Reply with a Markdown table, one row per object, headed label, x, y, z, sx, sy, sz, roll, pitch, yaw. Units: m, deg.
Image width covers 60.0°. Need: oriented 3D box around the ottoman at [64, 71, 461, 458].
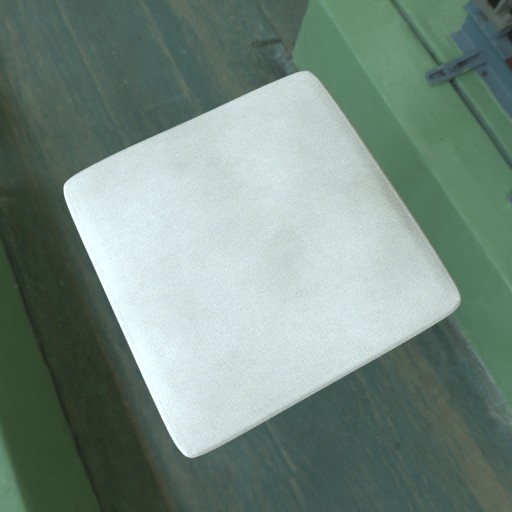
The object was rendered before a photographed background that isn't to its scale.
| label | x | y | z | sx | sy | sz | roll | pitch | yaw |
| --- | --- | --- | --- | --- | --- | --- | --- | --- | --- |
| ottoman | 0.000 | 0.000 | 1.353 | 0.842 | 0.441 | 0.843 | -27 | 76 | -7 |
